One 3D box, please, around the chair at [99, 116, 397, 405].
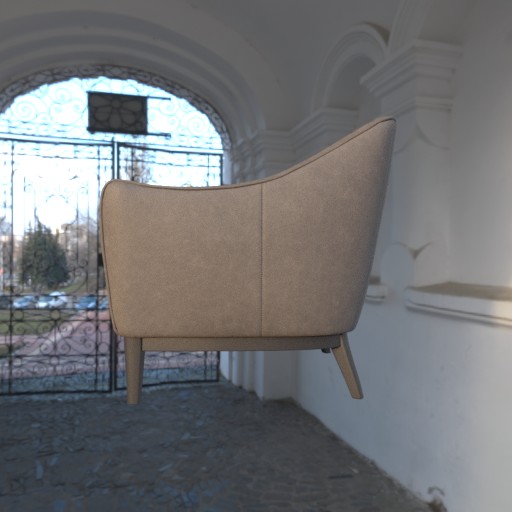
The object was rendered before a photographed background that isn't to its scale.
[{"bbox_3d":[0.000,0.000,1.592,0.852,0.830,0.871,0,0,0],"label":"chair"}]
